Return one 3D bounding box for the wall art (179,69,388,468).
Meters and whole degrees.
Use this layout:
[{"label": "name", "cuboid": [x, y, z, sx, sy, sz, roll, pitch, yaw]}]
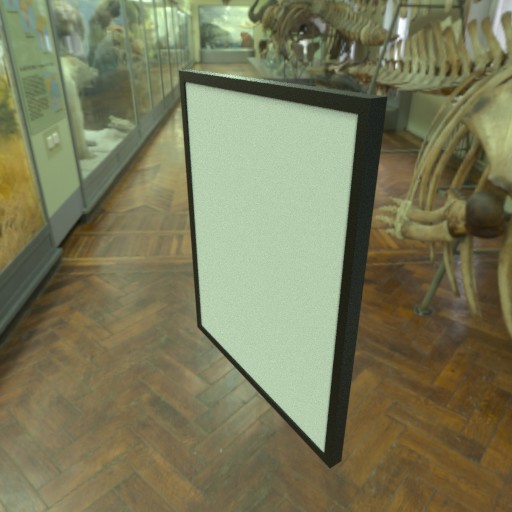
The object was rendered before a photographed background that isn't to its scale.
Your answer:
[{"label": "wall art", "cuboid": [0.000, 0.000, 0.535, 0.018, 0.397, 0.325, -17, 31, -30]}]
